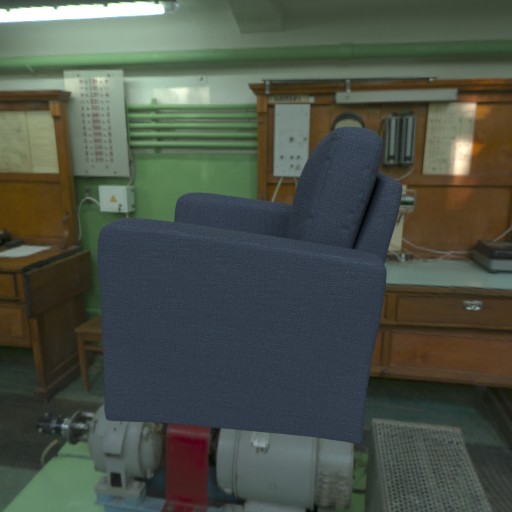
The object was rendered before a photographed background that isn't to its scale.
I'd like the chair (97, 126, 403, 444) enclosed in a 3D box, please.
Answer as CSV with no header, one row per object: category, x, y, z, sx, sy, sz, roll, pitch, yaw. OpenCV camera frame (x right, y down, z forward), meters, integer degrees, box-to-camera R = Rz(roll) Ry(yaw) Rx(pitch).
chair,0.000,0.000,1.546,0.863,0.855,0.798,2,14,8
